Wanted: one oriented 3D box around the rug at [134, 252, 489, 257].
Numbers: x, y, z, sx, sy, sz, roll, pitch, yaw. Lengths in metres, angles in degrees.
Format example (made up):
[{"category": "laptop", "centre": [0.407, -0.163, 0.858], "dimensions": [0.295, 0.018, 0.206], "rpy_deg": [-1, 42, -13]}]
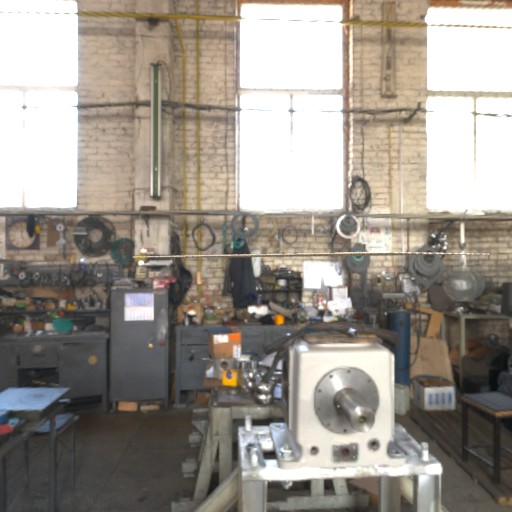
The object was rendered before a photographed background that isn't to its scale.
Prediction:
[{"category": "rug", "centre": [0.000, 0.000, 2.655], "dimensions": [0.660, 0.005, 2.464], "rpy_deg": [0, -1, -36]}]
